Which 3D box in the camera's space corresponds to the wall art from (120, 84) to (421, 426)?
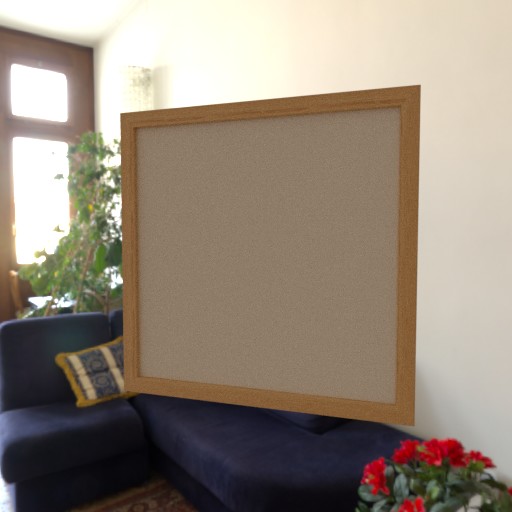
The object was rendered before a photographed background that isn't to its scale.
[{"bbox_3d":[0.000,0.000,1.113,0.762,0.762,0.027,1,3,18],"label":"wall art"}]
